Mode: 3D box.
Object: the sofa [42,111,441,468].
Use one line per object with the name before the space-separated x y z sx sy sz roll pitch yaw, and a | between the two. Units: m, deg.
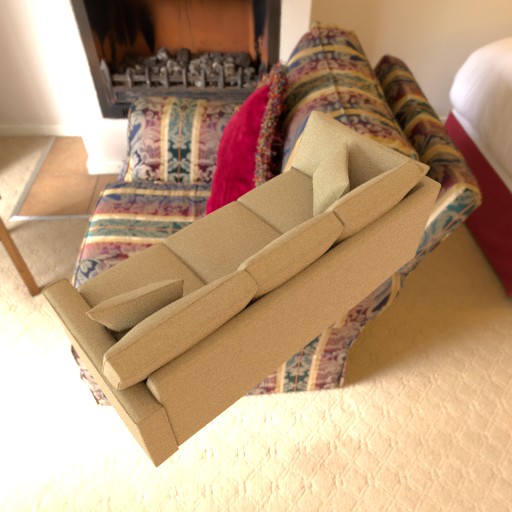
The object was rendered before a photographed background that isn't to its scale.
sofa | 0.000 0.000 2.817 2.317 0.962 1.061 -32 55 -27
